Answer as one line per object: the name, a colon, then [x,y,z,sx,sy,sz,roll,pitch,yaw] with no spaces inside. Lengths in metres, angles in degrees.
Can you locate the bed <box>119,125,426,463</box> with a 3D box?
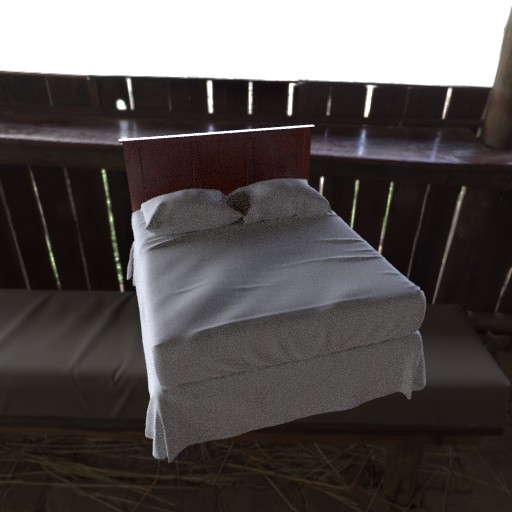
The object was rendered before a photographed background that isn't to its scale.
bed: [0.000,0.000,3.166,1.870,1.270,2.050,-9,31,-15]
